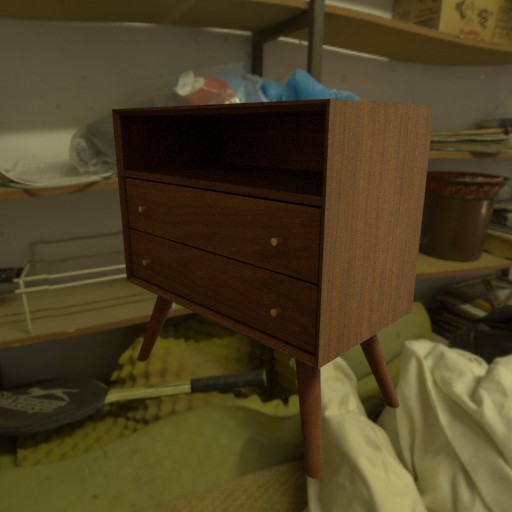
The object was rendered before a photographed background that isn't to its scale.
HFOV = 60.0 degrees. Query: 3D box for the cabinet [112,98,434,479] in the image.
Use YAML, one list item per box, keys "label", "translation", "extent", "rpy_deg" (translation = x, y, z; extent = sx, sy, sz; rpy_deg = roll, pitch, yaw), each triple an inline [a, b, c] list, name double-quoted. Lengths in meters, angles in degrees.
- label: "cabinet"
  translation: [0.000, 0.000, 1.177]
  extent: [0.712, 0.748, 0.388]
  rpy_deg: [16, 23, 42]
